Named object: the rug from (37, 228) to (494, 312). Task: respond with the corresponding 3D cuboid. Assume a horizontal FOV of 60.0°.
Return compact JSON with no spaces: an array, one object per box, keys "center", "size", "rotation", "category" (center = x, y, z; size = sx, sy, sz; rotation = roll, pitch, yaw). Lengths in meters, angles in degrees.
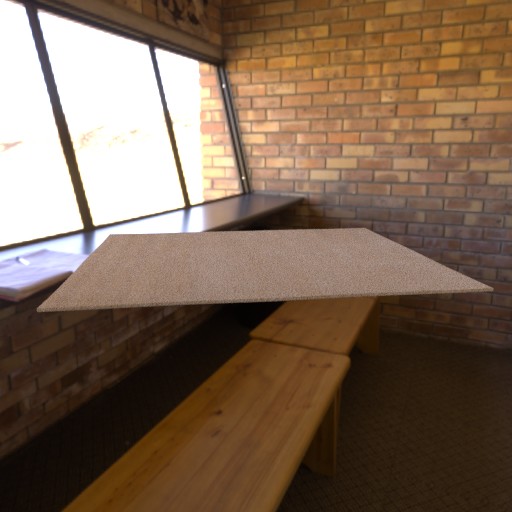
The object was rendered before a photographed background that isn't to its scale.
[{"center":[0.000,0.000,4.031],"size":[3.000,0.025,2.400],"rotation":[-2,14,-7],"category":"rug"}]
